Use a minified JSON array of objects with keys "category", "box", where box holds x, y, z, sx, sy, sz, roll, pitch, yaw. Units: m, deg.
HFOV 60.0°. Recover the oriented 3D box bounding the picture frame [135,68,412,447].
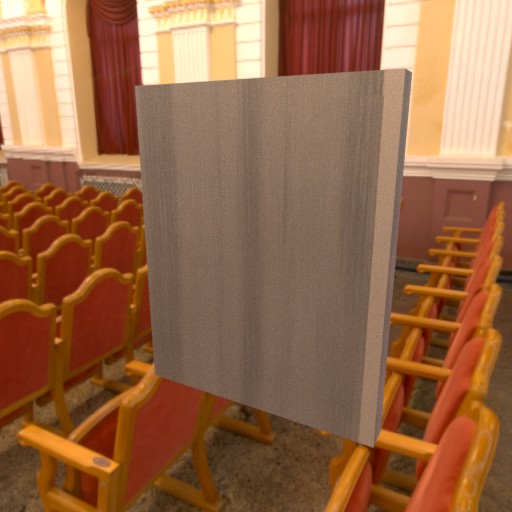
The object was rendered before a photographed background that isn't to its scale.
[{"category":"picture frame","box":[0.000,0.000,0.748,0.449,0.555,0.046,9,18,28]}]
